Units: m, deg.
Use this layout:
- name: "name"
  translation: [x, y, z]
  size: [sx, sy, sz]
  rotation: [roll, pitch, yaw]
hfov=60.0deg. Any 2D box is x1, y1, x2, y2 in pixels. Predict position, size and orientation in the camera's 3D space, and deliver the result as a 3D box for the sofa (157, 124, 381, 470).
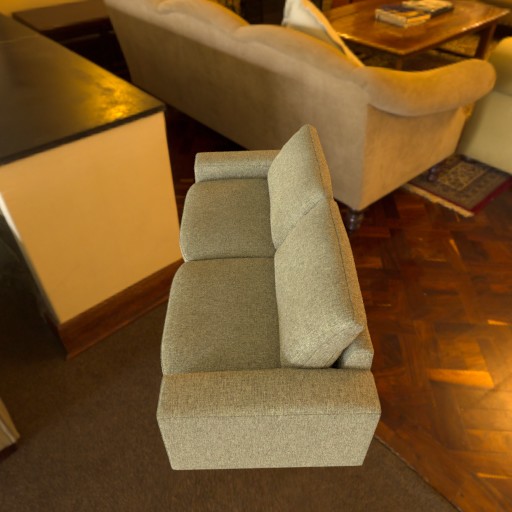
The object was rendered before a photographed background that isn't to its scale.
- name: "sofa"
  translation: [0.000, 0.000, 2.827]
  size: [1.040, 0.922, 2.299]
  rotation: [-1, 42, -1]
